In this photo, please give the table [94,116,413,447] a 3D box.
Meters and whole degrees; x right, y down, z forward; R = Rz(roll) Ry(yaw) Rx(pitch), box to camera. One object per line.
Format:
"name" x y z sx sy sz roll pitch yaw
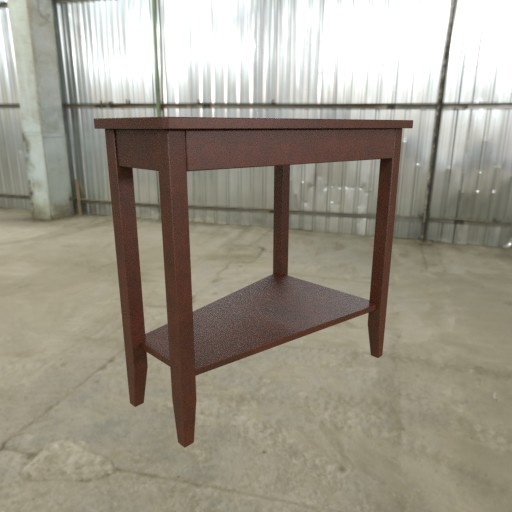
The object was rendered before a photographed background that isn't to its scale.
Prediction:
"table" 0.000 0.000 1.002 0.399 0.589 0.605 16 22 43
